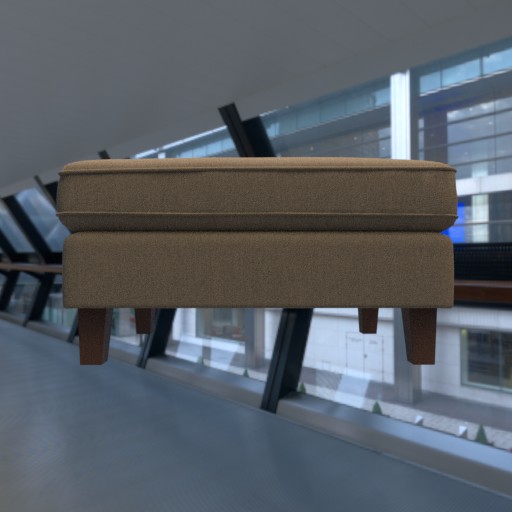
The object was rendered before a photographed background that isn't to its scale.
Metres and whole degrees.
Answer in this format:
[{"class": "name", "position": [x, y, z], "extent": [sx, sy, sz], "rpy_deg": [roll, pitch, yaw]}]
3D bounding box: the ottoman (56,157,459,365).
[{"class": "ottoman", "position": [0.000, 0.000, 1.301], "extent": [0.945, 0.521, 0.636], "rpy_deg": [0, -2, 0]}]
